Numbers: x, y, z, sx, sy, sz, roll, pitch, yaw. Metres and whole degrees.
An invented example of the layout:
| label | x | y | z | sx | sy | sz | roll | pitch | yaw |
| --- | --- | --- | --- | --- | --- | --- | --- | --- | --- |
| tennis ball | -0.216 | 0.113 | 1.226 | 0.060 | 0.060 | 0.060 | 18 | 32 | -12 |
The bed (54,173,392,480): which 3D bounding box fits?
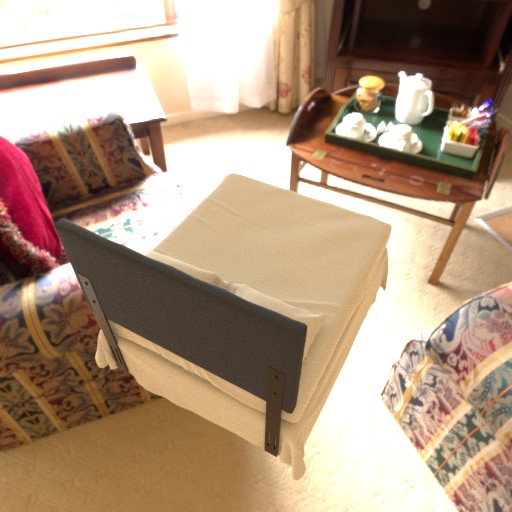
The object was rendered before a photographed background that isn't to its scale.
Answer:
| label | x | y | z | sx | sy | sz | roll | pitch | yaw |
| --- | --- | --- | --- | --- | --- | --- | --- | --- | --- |
| bed | 0.000 | 0.000 | 3.519 | 1.936 | 1.577 | 2.222 | 22 | 50 | 20 |
